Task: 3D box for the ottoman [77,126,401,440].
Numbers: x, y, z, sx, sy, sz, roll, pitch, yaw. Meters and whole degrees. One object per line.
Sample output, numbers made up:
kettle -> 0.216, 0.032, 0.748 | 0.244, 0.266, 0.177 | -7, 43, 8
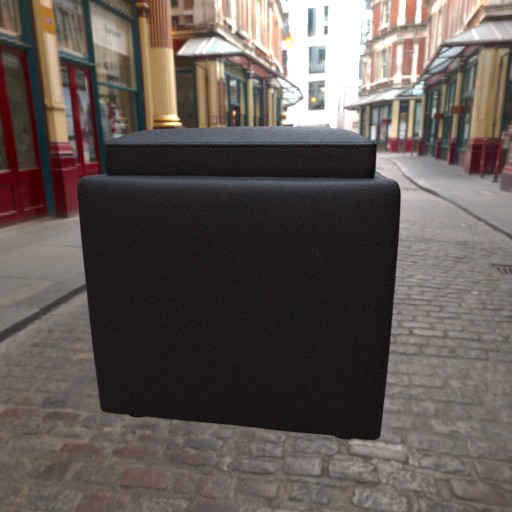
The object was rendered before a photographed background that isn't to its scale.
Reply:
ottoman -> 0.000, 0.000, 0.825 | 0.450, 0.460, 0.451 | 2, 14, 9
